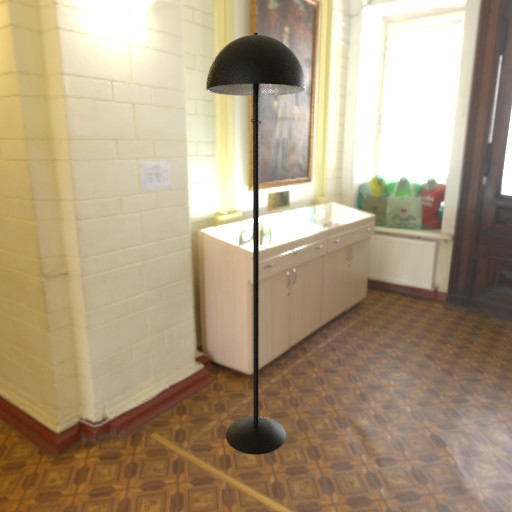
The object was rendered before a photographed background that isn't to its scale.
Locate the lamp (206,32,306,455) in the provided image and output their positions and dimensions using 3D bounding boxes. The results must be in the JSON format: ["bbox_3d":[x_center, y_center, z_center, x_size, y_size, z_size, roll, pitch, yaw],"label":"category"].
[{"bbox_3d":[0.000,0.000,1.607,0.328,1.480,0.328,-2,14,-8],"label":"lamp"}]
